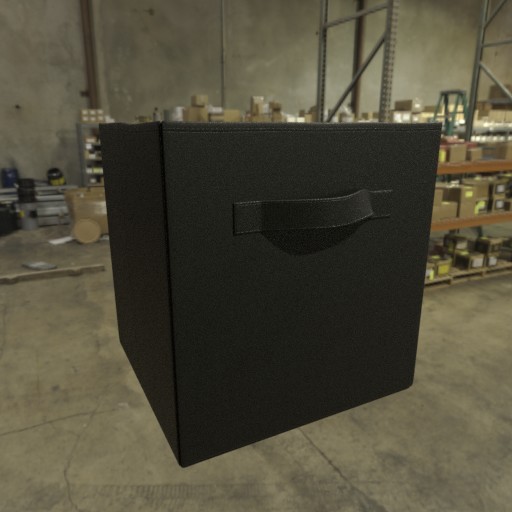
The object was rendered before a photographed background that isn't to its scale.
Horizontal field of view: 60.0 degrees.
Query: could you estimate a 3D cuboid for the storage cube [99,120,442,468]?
[{"bbox_3d":[0.000,0.000,0.486,0.270,0.280,0.270,-8,18,-26],"label":"storage cube"}]
